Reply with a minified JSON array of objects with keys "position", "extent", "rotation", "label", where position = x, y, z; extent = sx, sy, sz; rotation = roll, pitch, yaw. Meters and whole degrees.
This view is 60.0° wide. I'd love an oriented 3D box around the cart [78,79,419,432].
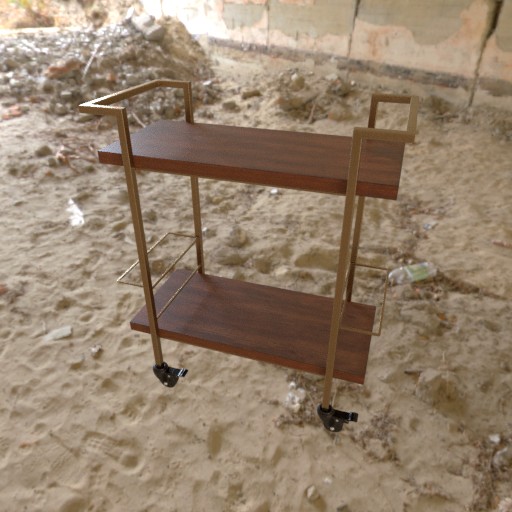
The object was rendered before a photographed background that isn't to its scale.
[{"position":[0.000,0.000,1.191],"extent":[0.695,0.807,0.364],"rotation":[10,33,16],"label":"cart"}]
